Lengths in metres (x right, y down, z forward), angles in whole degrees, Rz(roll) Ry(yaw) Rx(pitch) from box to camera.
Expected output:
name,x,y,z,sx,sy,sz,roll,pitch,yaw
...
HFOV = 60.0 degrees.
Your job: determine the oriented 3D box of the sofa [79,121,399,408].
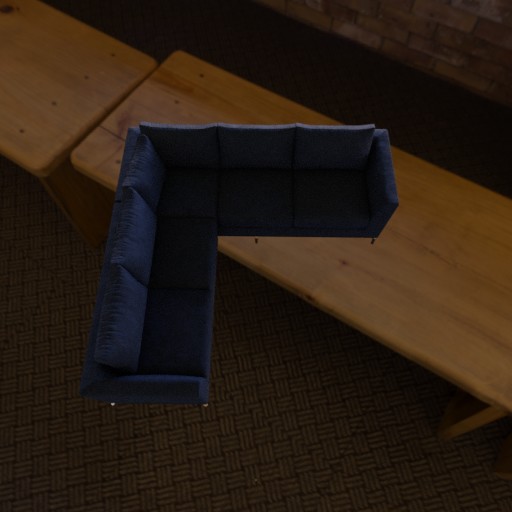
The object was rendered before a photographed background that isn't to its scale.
name,x,y,z,sx,sy,sz,roll,pitch,yaw
sofa,0.000,0.000,3.868,2.463,0.988,2.472,1,63,0
